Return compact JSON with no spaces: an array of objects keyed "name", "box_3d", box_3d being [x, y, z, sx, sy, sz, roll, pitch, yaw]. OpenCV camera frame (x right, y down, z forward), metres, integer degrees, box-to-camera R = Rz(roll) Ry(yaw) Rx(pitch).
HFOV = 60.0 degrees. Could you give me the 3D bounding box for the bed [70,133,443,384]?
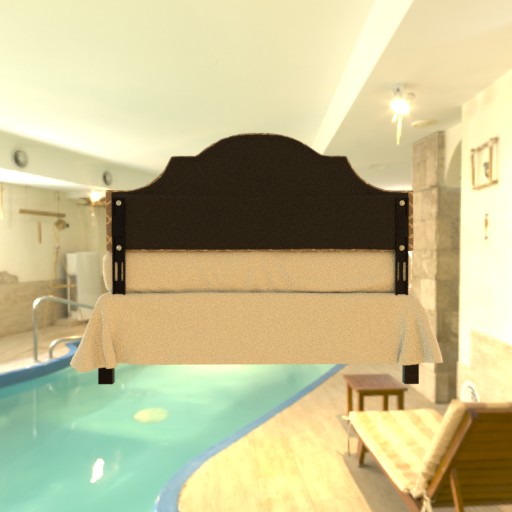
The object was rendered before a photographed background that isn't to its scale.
[{"name":"bed","box_3d":[0.000,0.000,3.787,2.314,1.601,2.222,0,1,0]}]
